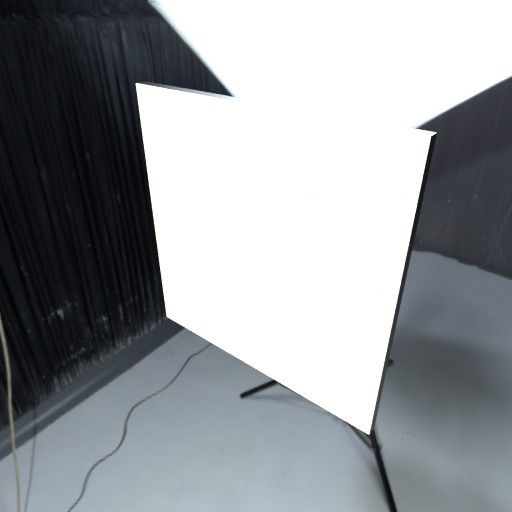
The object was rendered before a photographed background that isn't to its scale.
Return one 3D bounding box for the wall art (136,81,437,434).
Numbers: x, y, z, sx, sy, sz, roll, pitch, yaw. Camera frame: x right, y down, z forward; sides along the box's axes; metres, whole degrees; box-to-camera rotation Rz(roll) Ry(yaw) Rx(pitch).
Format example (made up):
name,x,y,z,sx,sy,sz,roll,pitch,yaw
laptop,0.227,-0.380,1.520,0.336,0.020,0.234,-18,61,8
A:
name,x,y,z,sx,sy,sz,roll,pitch,yaw
wall art,0.000,0.000,1.160,0.773,0.775,0.031,22,38,32
